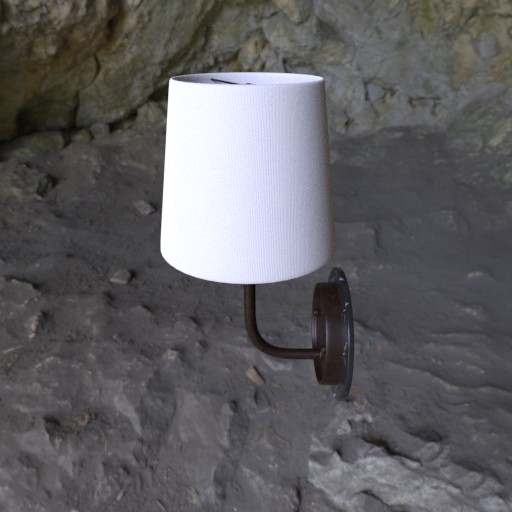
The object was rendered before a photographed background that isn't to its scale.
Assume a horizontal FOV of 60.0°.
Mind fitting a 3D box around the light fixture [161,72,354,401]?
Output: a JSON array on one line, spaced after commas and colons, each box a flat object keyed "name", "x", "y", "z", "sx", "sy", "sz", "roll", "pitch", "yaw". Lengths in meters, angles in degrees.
[{"name": "light fixture", "x": 0.000, "y": 0.000, "z": 0.450, "sx": 0.188, "sy": 0.337, "sz": 0.168, "roll": 0, "pitch": 26, "yaw": 0}]
